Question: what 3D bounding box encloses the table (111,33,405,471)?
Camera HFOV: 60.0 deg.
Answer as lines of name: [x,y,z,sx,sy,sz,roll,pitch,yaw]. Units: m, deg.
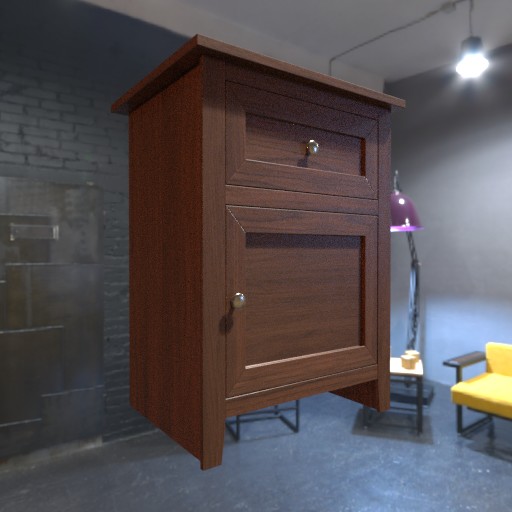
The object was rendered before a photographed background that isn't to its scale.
table: [0.000,0.000,0.924,0.480,0.636,0.381,0,1,-36]
